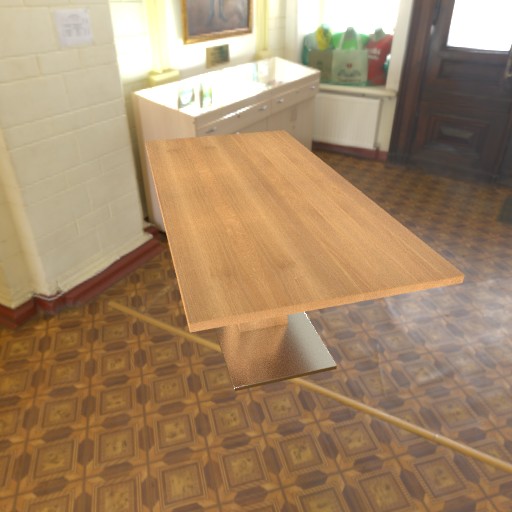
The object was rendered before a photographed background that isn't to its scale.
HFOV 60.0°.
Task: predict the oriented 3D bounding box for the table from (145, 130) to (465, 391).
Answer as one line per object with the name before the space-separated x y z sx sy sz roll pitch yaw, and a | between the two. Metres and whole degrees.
table | 0.000 0.000 2.271 0.900 0.750 1.800 -8 32 -14
